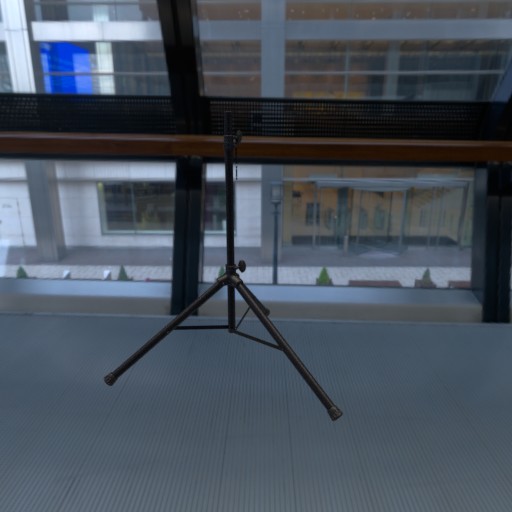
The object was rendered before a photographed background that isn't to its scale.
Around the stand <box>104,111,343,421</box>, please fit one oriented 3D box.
[{"bbox_3d":[0.000,0.000,1.826,1.045,1.136,0.907,-16,23,-42],"label":"stand"}]
